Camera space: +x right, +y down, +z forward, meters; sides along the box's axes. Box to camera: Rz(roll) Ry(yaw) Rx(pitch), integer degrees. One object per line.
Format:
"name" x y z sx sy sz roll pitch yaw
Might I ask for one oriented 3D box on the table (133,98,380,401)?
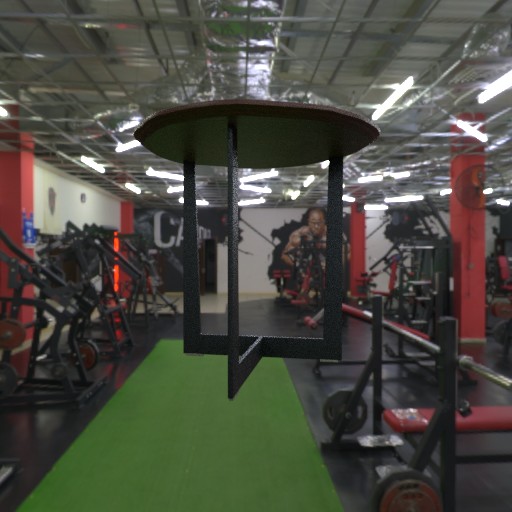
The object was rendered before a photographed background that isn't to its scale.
"table" 0.000 0.000 0.908 0.477 0.476 0.494 0 1 0
